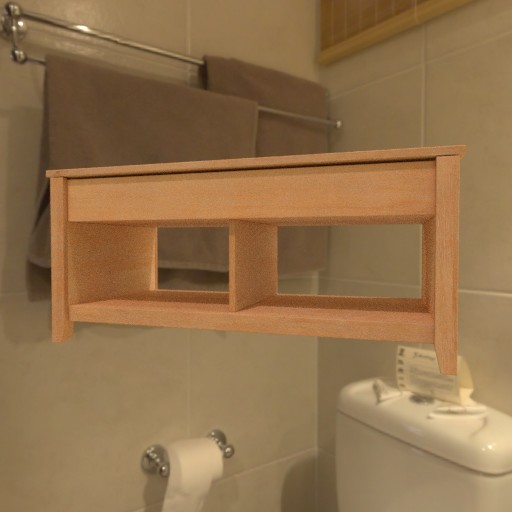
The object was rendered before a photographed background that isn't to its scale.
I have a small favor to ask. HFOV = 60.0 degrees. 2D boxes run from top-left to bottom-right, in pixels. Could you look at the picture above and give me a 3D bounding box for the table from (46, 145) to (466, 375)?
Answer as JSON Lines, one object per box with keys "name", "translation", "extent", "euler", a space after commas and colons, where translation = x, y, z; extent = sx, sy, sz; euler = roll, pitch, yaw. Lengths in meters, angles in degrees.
{"name": "table", "translation": [0.000, 0.000, 1.258], "extent": [1.016, 0.457, 0.483], "euler": [0, 2, 17]}
